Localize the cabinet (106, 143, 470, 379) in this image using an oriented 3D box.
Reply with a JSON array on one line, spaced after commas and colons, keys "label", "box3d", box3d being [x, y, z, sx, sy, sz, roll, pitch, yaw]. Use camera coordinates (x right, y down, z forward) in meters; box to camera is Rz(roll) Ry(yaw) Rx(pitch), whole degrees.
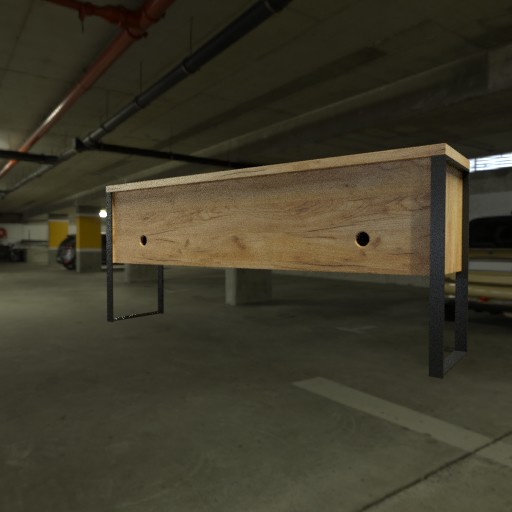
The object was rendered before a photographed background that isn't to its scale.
[{"label": "cabinet", "box3d": [0.000, 0.000, 2.124, 1.800, 0.762, 0.395, 1, 2, 36]}]
